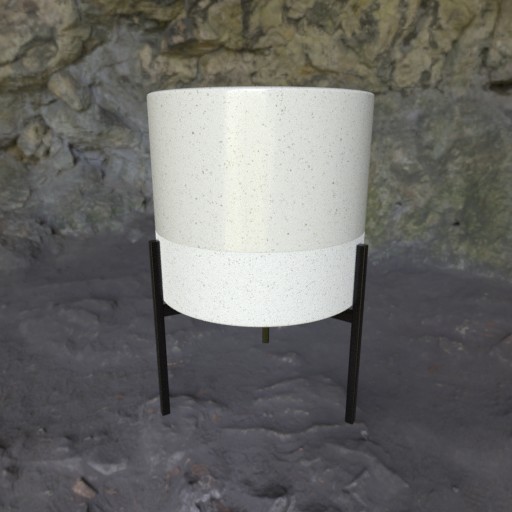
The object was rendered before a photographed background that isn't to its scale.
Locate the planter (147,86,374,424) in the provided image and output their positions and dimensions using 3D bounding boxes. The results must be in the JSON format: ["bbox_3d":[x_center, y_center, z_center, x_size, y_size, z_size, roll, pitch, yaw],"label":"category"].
[{"bbox_3d":[0.000,0.000,0.336,0.159,0.230,0.152,-8,18,-25],"label":"planter"}]
